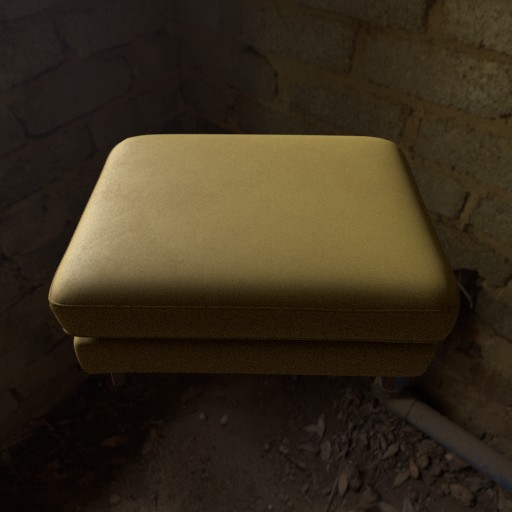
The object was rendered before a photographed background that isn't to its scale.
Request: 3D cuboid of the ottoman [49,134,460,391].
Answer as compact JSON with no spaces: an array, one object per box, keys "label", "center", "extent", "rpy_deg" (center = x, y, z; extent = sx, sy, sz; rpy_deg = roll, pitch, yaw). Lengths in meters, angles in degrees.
[{"label":"ottoman","center":[0.000,0.000,1.137],"extent":[0.811,0.449,0.608],"rpy_deg":[1,46,1]}]
